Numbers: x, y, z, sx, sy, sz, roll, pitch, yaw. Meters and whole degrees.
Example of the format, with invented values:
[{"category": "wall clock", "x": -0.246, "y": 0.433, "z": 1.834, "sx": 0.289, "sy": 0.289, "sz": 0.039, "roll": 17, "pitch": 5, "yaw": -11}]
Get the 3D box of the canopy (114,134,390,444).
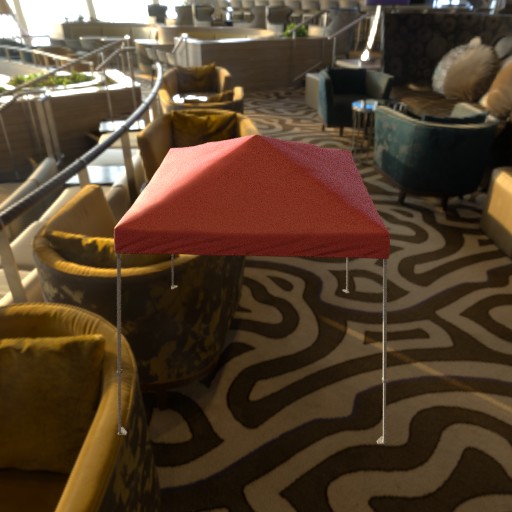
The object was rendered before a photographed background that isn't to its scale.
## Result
[{"category": "canopy", "x": 0.000, "y": 0.000, "z": 6.593, "sx": 3.600, "sy": 3.600, "sz": 3.599, "roll": 1, "pitch": 30, "yaw": 2}]
